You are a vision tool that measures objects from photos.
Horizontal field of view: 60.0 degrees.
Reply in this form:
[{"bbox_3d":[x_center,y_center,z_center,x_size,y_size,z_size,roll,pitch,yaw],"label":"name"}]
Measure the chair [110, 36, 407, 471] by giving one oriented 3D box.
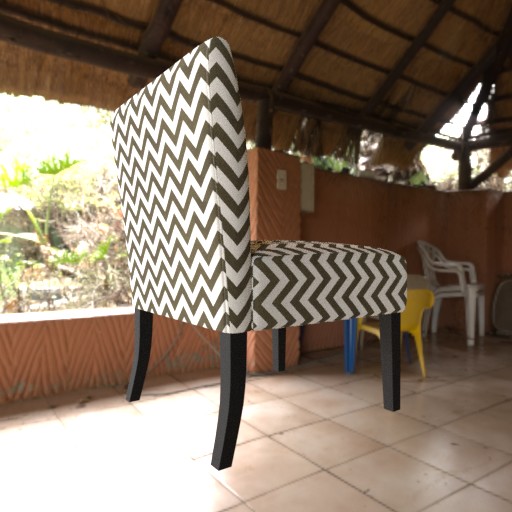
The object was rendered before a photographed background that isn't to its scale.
[{"bbox_3d":[0.000,0.000,1.243,0.648,0.838,0.589,0,1,-36],"label":"chair"}]
